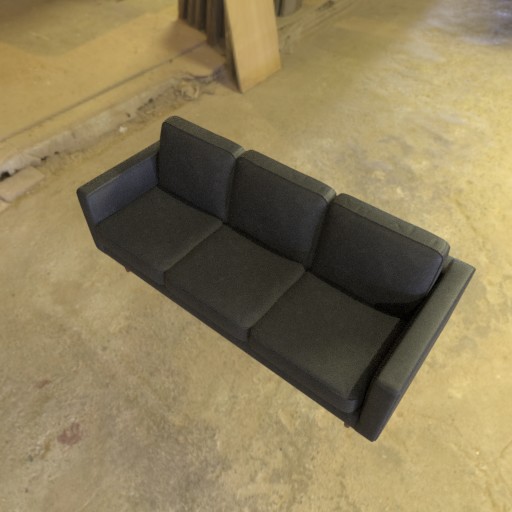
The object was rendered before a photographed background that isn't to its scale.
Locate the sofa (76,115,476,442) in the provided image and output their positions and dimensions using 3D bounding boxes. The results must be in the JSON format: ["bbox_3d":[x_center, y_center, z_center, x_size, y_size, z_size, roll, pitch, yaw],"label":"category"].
[{"bbox_3d":[0.000,0.000,2.496,2.029,0.899,0.879,30,54,25],"label":"sofa"}]
